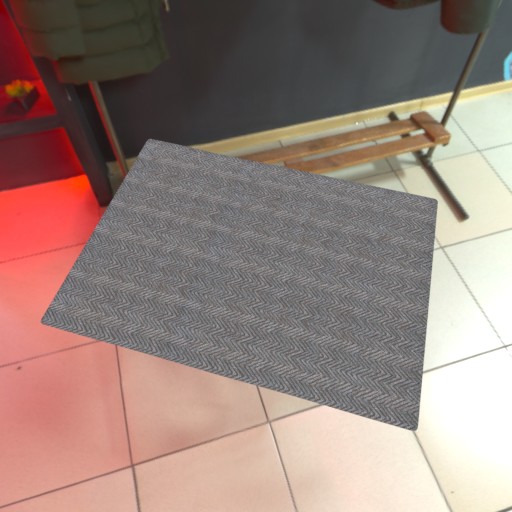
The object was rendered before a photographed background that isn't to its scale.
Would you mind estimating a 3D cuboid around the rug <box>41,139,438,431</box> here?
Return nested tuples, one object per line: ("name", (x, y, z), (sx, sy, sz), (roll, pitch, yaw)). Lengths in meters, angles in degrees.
("rug", (0.000, 0.000, 5.154), (3.957, 0.011, 2.894), (14, 59, 8))
